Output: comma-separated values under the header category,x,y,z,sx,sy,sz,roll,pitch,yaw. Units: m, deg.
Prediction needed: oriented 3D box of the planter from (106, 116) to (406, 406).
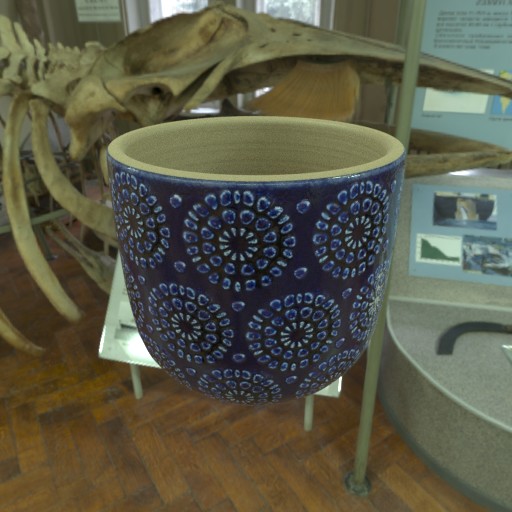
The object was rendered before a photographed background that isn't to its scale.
category,x,y,z,sx,sy,sz,roll,pitch,yaw
planter,0.000,0.000,0.284,0.165,0.149,0.165,0,26,0
